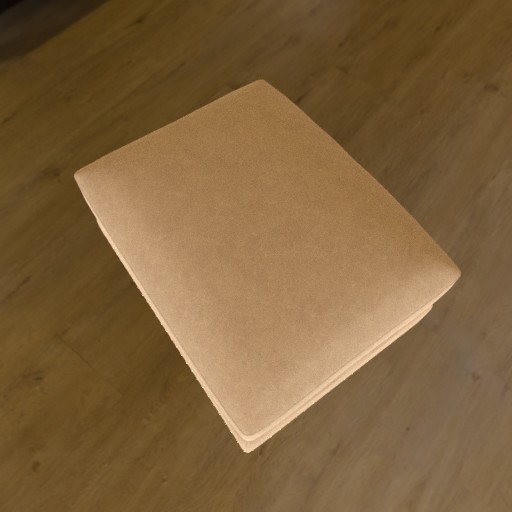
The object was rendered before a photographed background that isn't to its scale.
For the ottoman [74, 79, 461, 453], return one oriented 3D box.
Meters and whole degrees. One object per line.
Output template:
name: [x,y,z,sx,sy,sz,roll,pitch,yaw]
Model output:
ottoman: [0.000,0.000,1.155,0.584,0.513,0.741,-32,67,-16]
